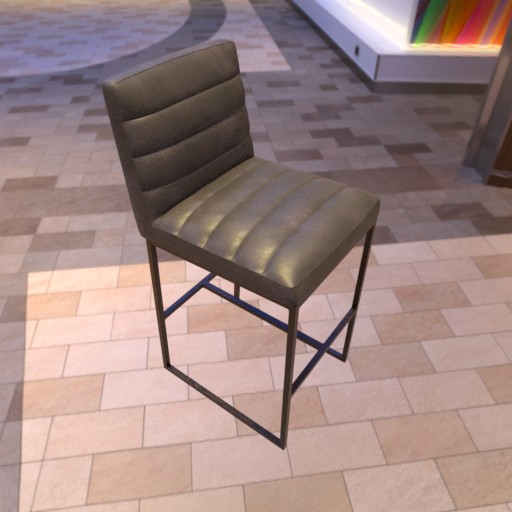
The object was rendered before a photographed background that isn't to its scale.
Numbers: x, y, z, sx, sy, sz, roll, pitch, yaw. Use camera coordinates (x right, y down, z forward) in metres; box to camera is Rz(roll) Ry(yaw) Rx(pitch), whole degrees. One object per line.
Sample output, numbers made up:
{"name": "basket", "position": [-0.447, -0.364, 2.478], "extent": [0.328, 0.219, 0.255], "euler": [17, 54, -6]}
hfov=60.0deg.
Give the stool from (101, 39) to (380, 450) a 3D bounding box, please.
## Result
{"name": "stool", "position": [0.000, 0.000, 1.331], "extent": [0.562, 1.065, 0.463], "euler": [25, 46, 27]}
